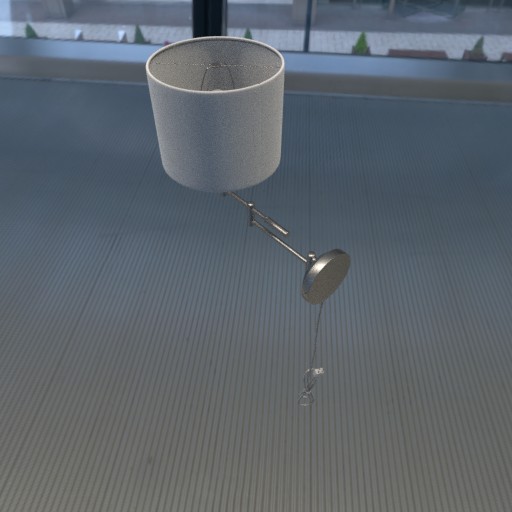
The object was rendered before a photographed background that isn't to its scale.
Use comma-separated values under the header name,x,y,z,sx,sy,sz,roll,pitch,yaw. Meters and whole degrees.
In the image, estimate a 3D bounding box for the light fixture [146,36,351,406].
name,x,y,z,sx,sy,sz,roll,pitch,yaw
light fixture,0.000,0.000,1.050,0.253,0.842,0.479,-32,53,-27
